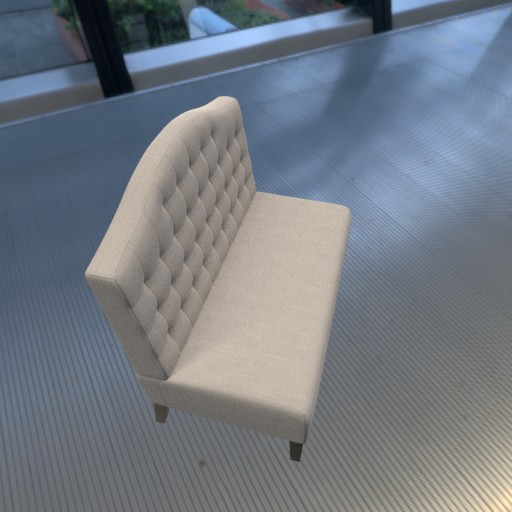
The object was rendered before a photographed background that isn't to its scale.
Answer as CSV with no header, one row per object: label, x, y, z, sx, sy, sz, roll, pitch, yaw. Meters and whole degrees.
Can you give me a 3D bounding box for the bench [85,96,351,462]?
bench,0.000,0.000,2.102,0.815,1.180,1.335,11,46,11
